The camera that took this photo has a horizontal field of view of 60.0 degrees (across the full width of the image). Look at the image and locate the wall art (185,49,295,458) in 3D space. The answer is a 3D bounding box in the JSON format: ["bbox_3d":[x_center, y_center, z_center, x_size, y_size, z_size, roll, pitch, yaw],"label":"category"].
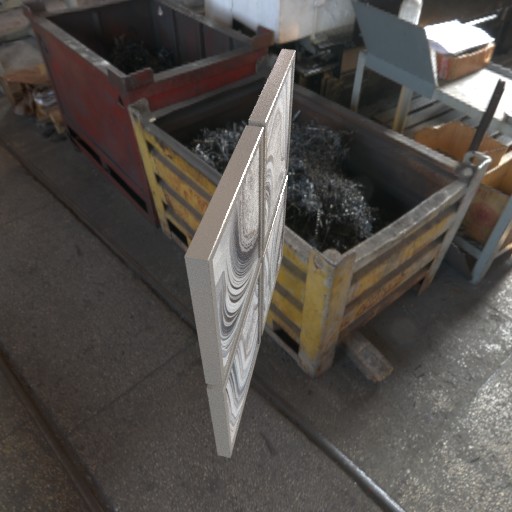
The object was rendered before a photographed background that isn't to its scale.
[{"bbox_3d":[0.000,0.000,0.929,0.029,0.611,0.611,9,47,9],"label":"wall art"}]
